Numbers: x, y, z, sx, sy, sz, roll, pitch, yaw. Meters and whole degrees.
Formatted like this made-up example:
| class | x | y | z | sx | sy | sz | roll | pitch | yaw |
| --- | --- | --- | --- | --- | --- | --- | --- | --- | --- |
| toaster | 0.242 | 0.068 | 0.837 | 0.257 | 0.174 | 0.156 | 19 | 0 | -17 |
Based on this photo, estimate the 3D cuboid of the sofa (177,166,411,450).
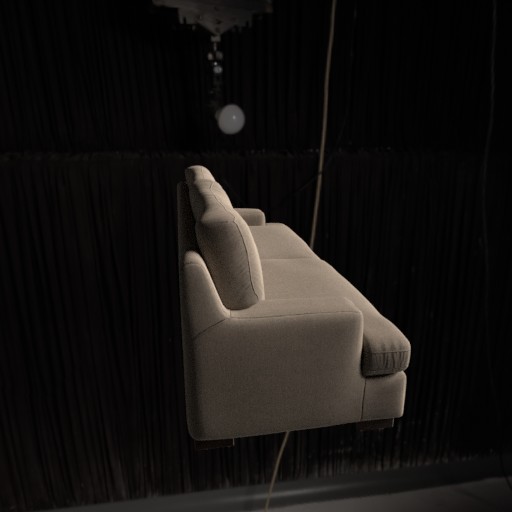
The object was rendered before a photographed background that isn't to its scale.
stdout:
| class | x | y | z | sx | sy | sz | roll | pitch | yaw |
| --- | --- | --- | --- | --- | --- | --- | --- | --- | --- |
| sofa | 0.000 | 0.000 | 2.841 | 0.962 | 0.980 | 2.354 | -3 | 17 | -9 |
